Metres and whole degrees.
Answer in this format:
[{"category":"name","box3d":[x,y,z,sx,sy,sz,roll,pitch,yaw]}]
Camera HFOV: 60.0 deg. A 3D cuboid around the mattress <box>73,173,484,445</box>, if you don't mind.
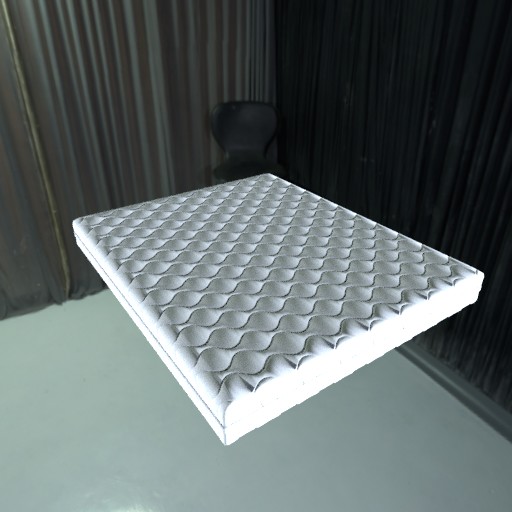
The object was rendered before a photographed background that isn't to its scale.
[{"category":"mattress","box3d":[0.000,0.000,2.626,1.600,0.200,1.900,-19,35,-30]}]
